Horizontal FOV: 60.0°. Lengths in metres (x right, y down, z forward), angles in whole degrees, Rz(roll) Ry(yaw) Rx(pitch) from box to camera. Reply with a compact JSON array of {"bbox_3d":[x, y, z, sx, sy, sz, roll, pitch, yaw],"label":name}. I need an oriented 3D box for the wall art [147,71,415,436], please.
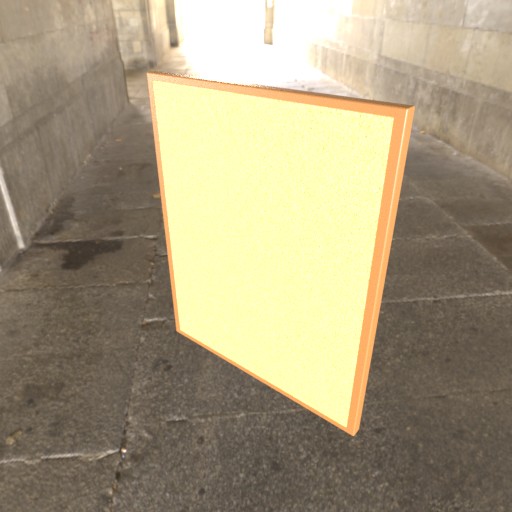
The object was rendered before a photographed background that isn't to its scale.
[{"bbox_3d":[0.000,0.000,0.756,0.449,0.550,0.021,22,37,33],"label":"wall art"}]
